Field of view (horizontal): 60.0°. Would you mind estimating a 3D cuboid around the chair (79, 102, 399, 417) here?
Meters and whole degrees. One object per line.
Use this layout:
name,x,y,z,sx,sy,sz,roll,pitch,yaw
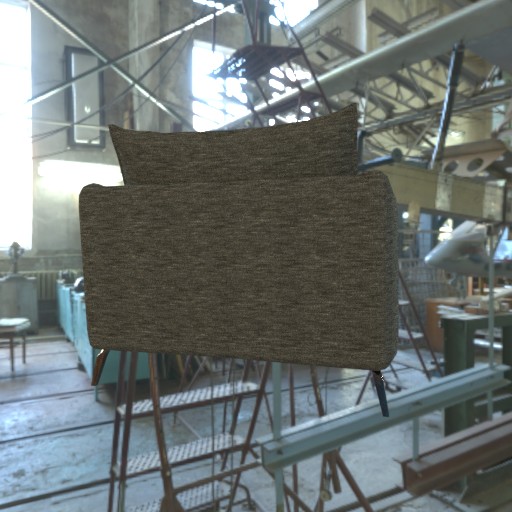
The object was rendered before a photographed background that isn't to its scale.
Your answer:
chair,0.000,0.000,1.645,1.004,0.842,0.805,0,1,17
